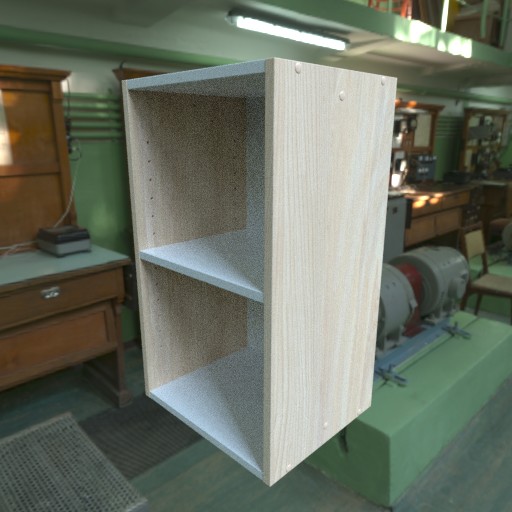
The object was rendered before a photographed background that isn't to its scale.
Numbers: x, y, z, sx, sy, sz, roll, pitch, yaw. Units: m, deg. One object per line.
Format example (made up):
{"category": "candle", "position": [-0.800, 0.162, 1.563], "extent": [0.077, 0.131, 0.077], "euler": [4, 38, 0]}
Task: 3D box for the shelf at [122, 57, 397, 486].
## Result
{"category": "shelf", "position": [0.000, 0.000, 0.806], "extent": [0.350, 0.600, 0.290], "euler": [15, 22, 43]}
